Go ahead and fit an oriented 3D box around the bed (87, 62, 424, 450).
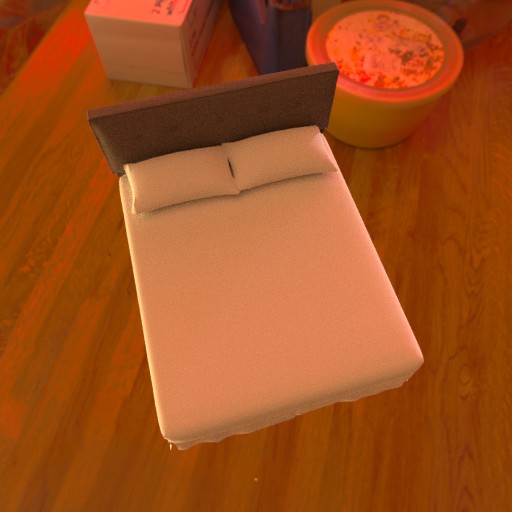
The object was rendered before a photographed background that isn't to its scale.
[{"bbox_3d":[0.000,0.000,2.787,1.610,1.089,1.894,-14,64,-7],"label":"bed"}]
